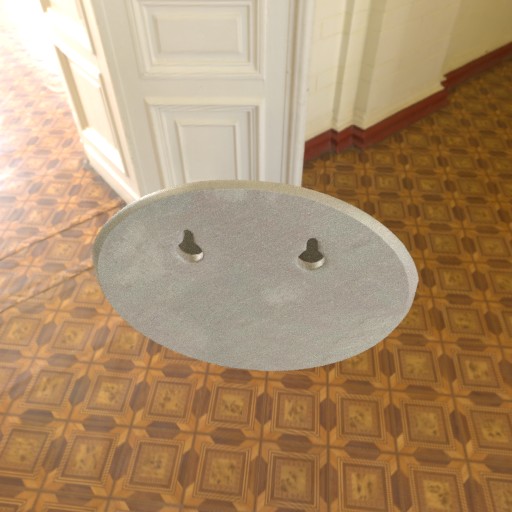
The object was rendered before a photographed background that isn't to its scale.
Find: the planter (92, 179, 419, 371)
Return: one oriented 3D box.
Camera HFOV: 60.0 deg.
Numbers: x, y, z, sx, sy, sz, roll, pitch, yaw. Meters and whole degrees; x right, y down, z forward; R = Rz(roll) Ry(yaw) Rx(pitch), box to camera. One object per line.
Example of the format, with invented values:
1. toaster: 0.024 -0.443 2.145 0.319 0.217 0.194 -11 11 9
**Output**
1. planter: 0.000 0.000 0.282 0.190 0.164 0.073 4 47 4
